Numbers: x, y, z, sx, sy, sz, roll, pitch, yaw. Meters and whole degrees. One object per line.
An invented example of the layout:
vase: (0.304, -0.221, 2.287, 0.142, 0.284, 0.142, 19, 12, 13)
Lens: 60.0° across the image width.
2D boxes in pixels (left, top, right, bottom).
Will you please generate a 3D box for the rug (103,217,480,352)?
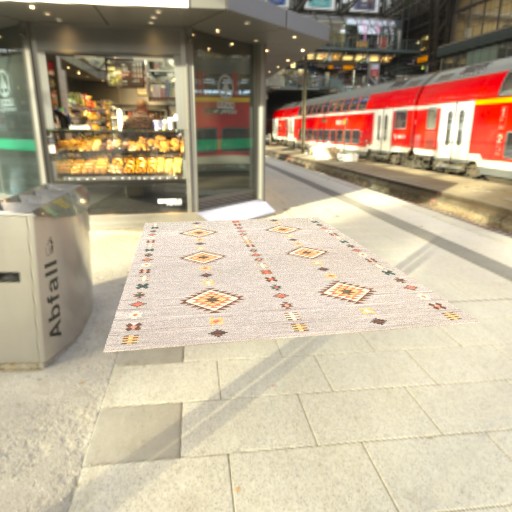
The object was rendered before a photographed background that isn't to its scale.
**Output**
rug: (0.000, 0.000, 2.252, 1.217, 0.005, 1.818, -3, 17, -9)
